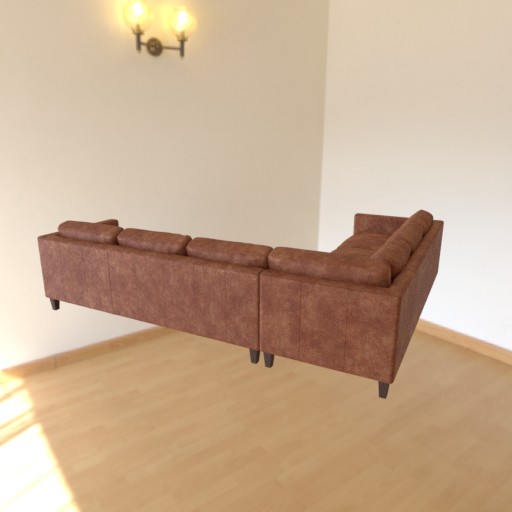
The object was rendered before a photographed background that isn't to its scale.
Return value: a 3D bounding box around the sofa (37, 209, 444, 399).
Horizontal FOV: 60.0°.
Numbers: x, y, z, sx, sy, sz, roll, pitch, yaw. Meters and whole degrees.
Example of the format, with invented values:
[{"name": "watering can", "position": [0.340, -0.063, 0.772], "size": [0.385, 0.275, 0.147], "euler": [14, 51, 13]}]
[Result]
[{"name": "sofa", "position": [0.000, 0.000, 4.352], "size": [3.150, 0.838, 2.438], "euler": [8, 18, 26]}]
